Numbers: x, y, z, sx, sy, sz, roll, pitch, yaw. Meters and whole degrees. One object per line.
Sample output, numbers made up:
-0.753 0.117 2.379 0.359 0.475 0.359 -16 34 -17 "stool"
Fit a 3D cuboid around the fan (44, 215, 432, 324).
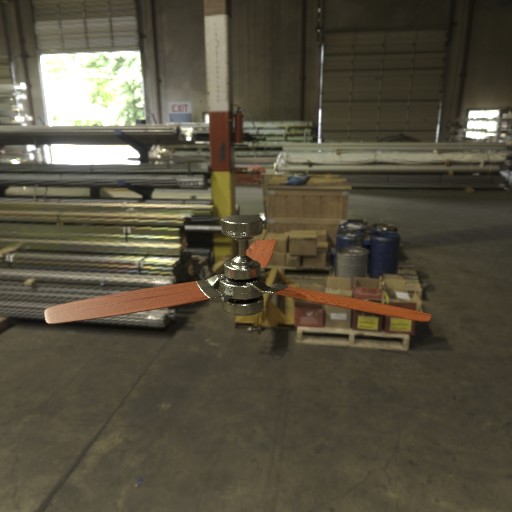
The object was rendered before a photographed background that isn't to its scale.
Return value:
0.000 0.000 2.052 1.416 0.410 1.271 2 17 8 "fan"
